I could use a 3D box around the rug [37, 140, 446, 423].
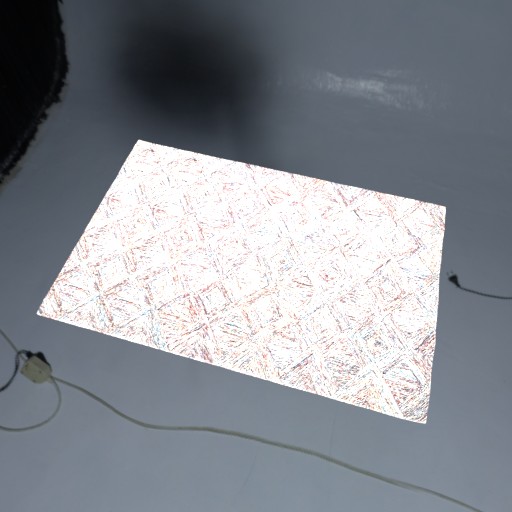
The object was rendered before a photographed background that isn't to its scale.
[{"bbox_3d":[0.000,0.000,2.178,1.761,0.014,1.143,14,60,8],"label":"rug"}]
